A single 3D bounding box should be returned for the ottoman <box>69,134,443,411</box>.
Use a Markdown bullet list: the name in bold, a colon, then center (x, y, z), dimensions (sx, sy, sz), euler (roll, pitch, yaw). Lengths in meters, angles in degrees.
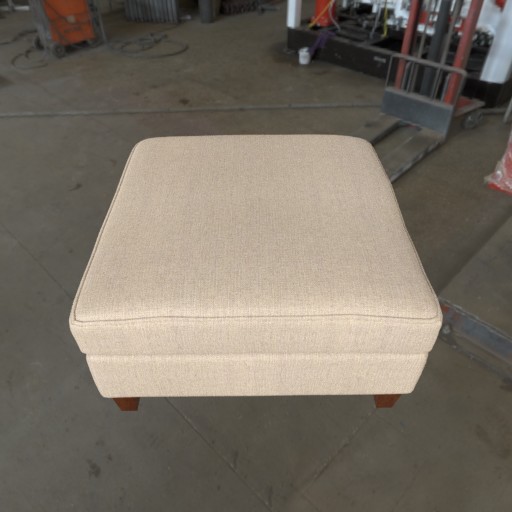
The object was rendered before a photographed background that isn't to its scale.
- **ottoman**: center (0.000, 0.000, 1.369), dimensions (0.838, 0.481, 0.838), euler (-1, 42, -1)
